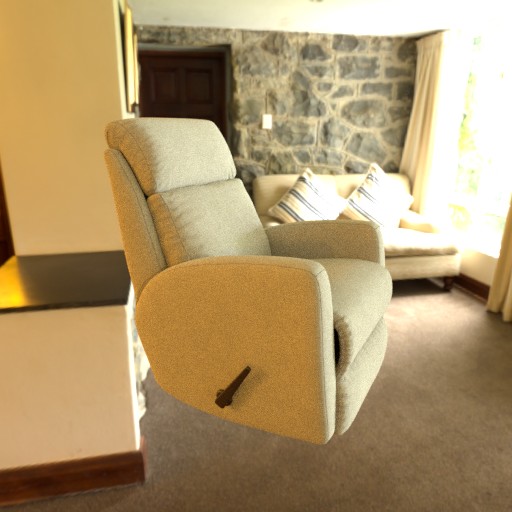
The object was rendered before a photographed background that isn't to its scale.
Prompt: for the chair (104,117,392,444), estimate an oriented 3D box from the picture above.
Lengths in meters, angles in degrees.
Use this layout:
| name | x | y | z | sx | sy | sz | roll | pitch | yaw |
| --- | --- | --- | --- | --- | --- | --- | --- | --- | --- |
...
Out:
| name | x | y | z | sx | sy | sz | roll | pitch | yaw |
| --- | --- | --- | --- | --- | --- | --- | --- | --- | --- |
| chair | 0.000 | 0.000 | 1.696 | 0.941 | 1.015 | 0.812 | 8 | 18 | 27 |
